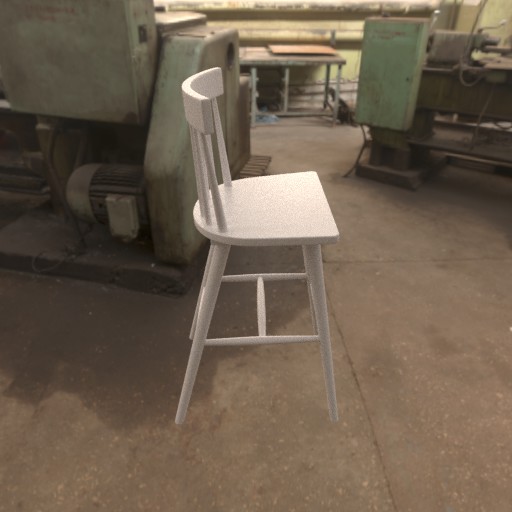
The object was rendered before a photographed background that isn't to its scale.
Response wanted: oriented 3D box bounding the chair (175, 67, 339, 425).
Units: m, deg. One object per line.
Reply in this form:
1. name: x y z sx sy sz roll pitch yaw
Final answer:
1. chair: 0.000 0.000 1.463 0.572 1.092 0.483 0 31 -1
